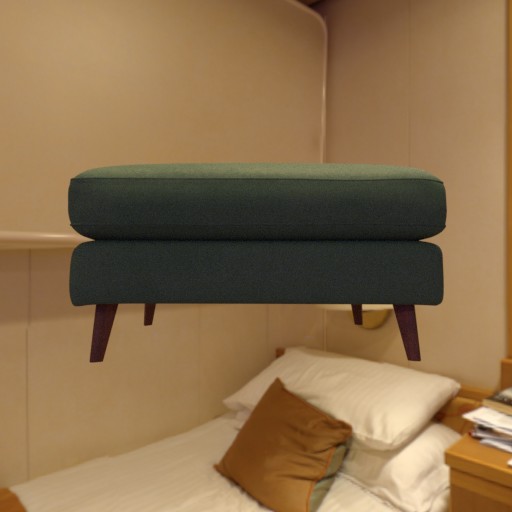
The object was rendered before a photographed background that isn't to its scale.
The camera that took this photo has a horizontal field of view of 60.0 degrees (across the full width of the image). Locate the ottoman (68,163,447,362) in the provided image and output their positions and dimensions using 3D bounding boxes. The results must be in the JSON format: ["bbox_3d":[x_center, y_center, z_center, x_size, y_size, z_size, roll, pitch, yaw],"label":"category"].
[{"bbox_3d":[0.000,0.000,1.194,0.811,0.449,0.608,0,0,-1],"label":"ottoman"}]
